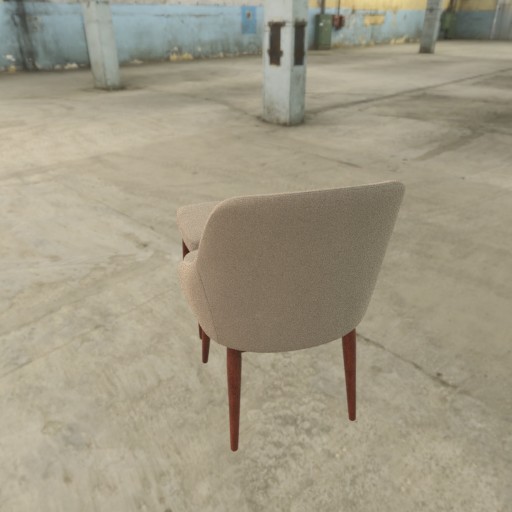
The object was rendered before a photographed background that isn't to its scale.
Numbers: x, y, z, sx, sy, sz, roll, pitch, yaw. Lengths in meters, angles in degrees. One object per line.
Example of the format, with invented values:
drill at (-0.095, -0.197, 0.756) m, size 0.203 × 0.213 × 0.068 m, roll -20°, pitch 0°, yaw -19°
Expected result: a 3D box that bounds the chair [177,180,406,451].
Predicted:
chair at (0.000, 0.000, 1.598) m, size 0.584 × 0.866 × 1.114 m, roll -8°, pitch 29°, yaw -15°
